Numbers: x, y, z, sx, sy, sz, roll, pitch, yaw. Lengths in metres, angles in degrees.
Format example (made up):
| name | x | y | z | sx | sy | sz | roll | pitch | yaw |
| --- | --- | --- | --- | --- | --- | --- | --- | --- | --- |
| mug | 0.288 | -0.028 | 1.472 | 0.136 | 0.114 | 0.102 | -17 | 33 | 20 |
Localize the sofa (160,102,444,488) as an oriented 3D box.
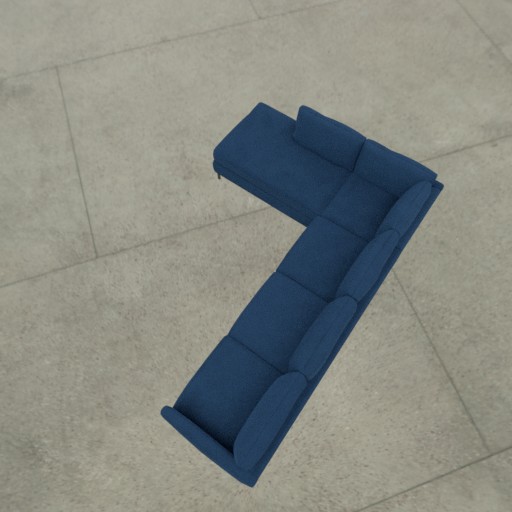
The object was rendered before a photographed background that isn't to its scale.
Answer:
| name | x | y | z | sx | sy | sz | roll | pitch | yaw |
| --- | --- | --- | --- | --- | --- | --- | --- | --- | --- |
| sofa | 0.000 | 0.000 | 3.784 | 2.007 | 0.815 | 2.949 | 33 | 68 | 15 |
